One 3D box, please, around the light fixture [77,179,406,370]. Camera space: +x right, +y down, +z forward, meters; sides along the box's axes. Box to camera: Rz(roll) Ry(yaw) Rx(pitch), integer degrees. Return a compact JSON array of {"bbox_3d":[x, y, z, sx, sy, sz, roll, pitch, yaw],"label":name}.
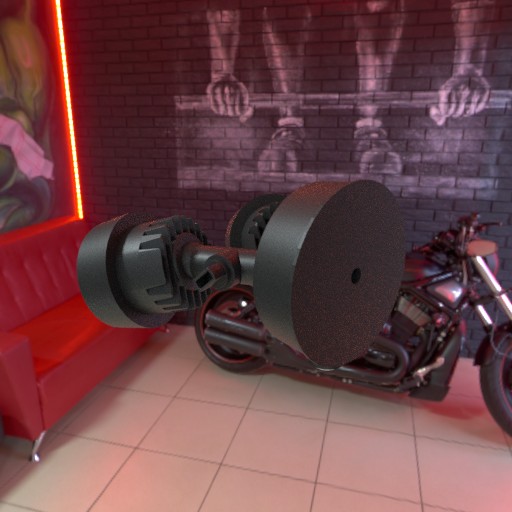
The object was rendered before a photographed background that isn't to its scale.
[{"bbox_3d":[0.000,0.000,0.313,0.213,0.120,0.168,-14,21,-41],"label":"light fixture"}]
